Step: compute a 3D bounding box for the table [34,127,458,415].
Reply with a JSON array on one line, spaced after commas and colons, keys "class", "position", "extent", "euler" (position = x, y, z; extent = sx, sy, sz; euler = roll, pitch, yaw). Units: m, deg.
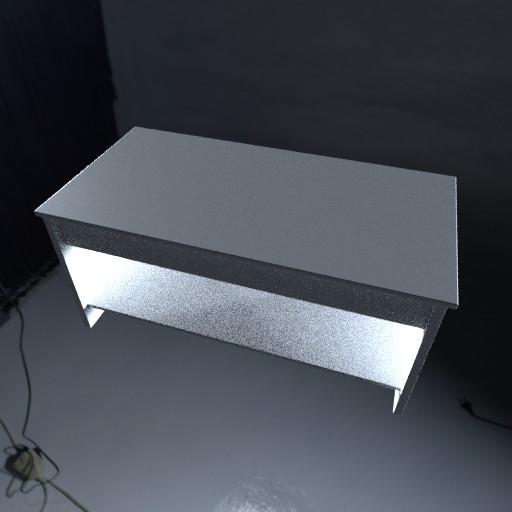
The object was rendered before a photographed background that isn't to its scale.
[{"class": "table", "position": [0.000, 0.000, 1.311], "extent": [1.000, 0.441, 0.500], "euler": [12, 43, 14]}]
